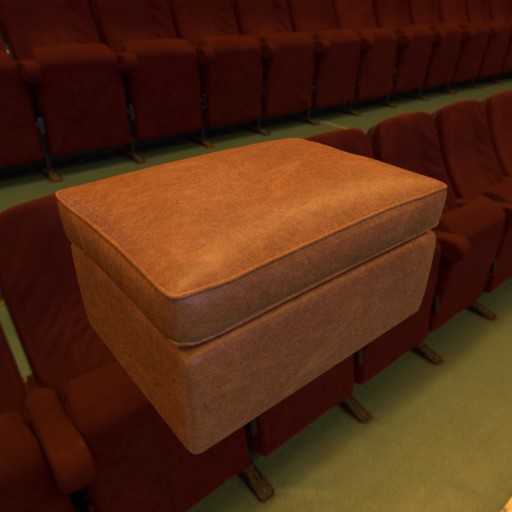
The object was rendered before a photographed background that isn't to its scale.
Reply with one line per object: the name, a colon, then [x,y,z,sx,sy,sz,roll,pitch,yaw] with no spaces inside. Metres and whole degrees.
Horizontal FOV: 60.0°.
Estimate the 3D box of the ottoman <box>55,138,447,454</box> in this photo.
ottoman: [0.000,0.000,1.102,0.756,0.468,0.554,-22,36,-33]
